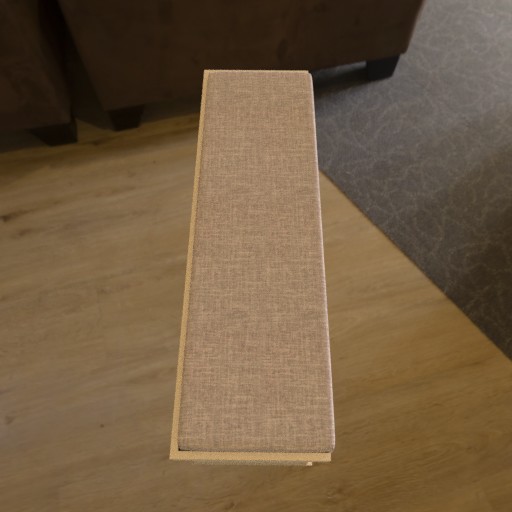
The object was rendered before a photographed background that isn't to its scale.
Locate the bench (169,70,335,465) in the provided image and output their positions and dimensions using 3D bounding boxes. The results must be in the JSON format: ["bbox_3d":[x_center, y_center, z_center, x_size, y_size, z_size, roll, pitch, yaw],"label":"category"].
[{"bbox_3d":[0.000,0.000,1.413,0.363,0.453,1.196,1,63,0],"label":"bench"}]
